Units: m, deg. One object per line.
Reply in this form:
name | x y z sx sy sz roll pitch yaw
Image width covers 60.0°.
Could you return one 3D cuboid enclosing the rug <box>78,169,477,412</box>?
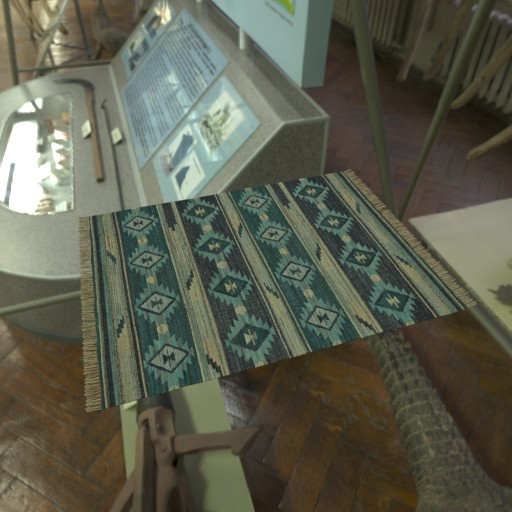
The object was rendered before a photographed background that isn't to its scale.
rug | 0.000 0.000 4.328 3.307 0.047 2.418 -12 43 -13
